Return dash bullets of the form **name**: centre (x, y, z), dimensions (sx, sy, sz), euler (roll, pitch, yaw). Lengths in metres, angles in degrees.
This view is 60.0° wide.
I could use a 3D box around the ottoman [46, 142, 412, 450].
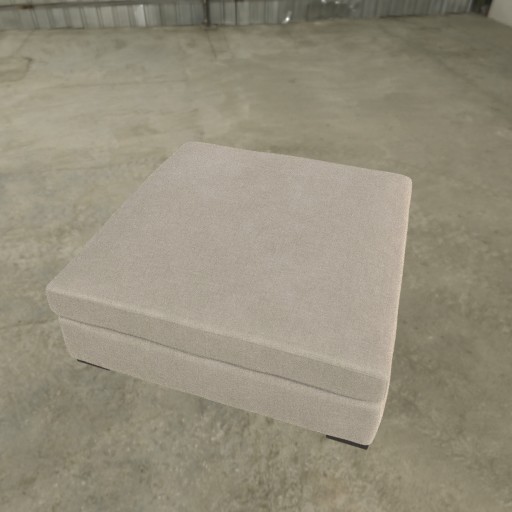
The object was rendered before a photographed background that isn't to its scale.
- **ottoman**: centre (0.000, 0.000, 1.863), dimensions (1.203, 0.517, 1.171), euler (12, 42, 14)
